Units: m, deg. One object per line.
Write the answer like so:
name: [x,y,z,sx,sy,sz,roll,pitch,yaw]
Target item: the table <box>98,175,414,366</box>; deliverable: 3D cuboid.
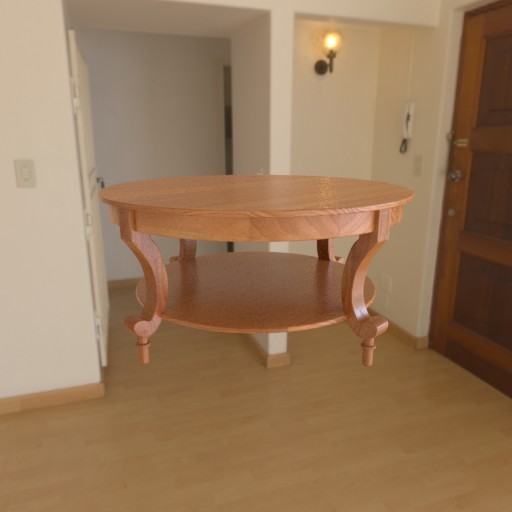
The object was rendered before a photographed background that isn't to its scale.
table: [0.000,0.000,1.580,1.029,0.490,1.029,0,15,0]
